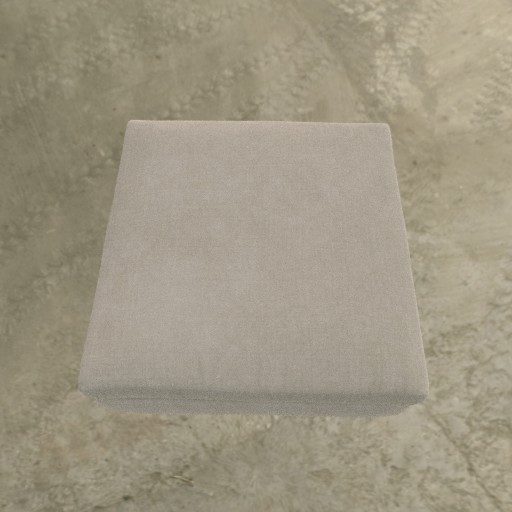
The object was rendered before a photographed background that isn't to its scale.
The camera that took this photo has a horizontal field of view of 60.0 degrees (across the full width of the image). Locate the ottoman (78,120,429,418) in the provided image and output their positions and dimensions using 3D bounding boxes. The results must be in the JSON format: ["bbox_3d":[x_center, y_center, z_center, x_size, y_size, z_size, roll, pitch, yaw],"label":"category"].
[{"bbox_3d":[0.000,0.000,1.804,1.171,0.517,1.203,1,64,0],"label":"ottoman"}]
